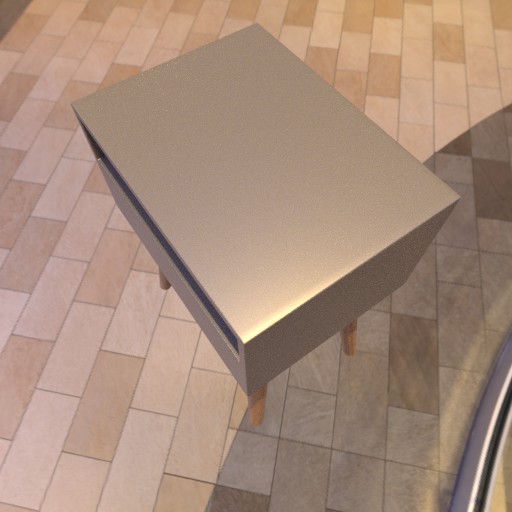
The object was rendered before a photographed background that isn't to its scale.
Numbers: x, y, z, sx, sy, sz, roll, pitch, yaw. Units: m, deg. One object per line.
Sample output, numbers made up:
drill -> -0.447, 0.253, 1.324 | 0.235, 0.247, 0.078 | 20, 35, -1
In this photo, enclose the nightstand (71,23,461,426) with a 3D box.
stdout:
nightstand -> 0.000, 0.000, 0.721 | 0.288, 0.508, 0.370 | -32, 65, -17
